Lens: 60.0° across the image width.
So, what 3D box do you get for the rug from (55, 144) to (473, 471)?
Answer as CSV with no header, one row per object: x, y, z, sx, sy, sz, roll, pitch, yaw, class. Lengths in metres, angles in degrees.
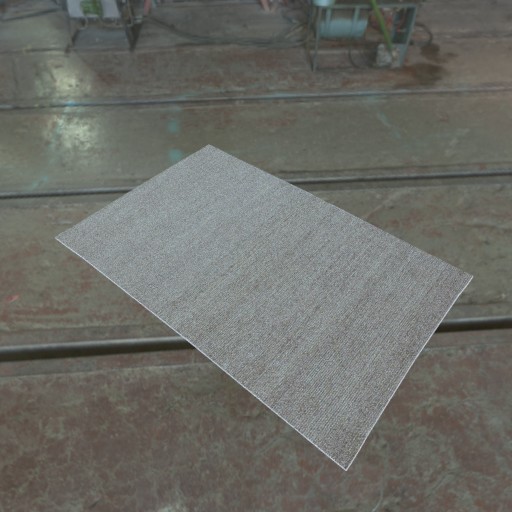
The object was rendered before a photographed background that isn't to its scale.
0.000,0.000,2.226,1.792,0.021,1.154,32,54,26,rug
